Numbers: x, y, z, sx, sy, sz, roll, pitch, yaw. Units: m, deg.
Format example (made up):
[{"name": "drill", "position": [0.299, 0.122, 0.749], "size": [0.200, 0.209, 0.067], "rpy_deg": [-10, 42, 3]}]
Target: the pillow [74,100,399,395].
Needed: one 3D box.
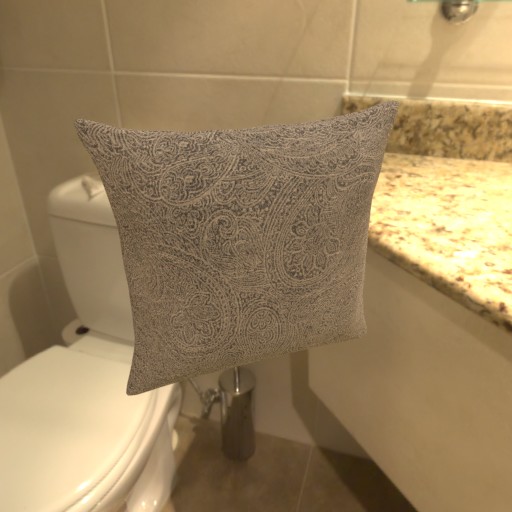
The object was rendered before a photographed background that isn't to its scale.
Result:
[{"name": "pillow", "position": [0.000, 0.000, 0.794], "size": [0.523, 0.510, 0.166], "rpy_deg": [-9, 29, -17]}]
